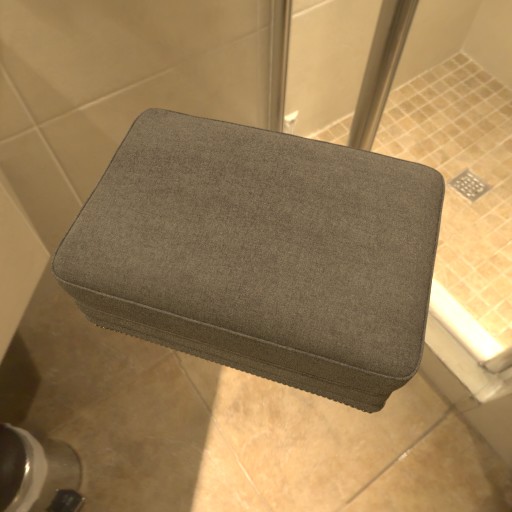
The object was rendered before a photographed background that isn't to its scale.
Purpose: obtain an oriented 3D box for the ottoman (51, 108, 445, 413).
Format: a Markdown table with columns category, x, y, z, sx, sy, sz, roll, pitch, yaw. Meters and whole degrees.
| category | x | y | z | sx | sy | sz | roll | pitch | yaw |
| --- | --- | --- | --- | --- | --- | --- | --- | --- | --- |
| ottoman | 0.000 | 0.000 | 1.157 | 0.813 | 0.457 | 0.561 | 15 | 61 | 9 |
